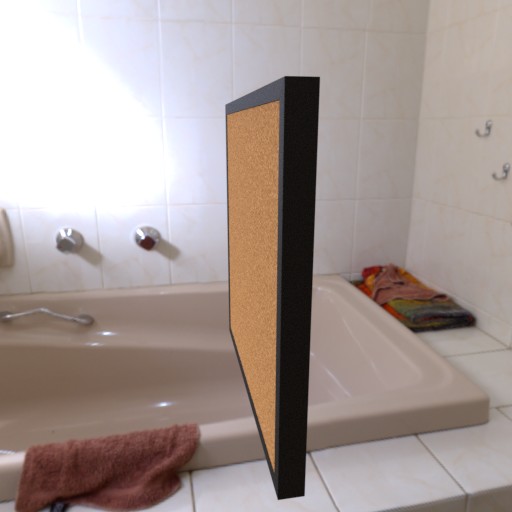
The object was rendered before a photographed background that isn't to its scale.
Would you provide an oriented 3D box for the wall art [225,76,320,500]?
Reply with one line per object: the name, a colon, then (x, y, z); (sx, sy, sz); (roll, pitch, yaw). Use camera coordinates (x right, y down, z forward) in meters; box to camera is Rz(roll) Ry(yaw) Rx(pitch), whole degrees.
wall art: (0.000, 0.000, 0.738); (0.036, 0.503, 0.506); (-3, 16, -10)
